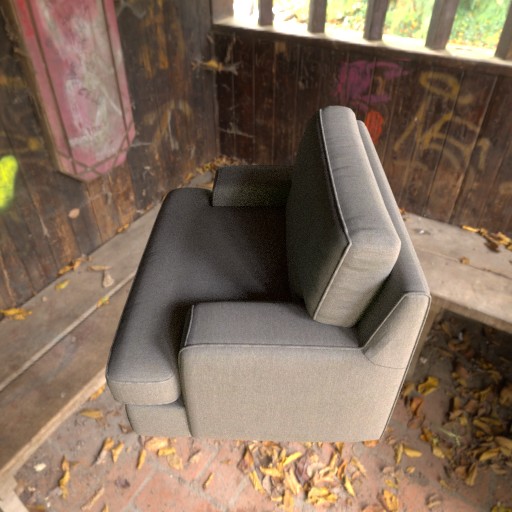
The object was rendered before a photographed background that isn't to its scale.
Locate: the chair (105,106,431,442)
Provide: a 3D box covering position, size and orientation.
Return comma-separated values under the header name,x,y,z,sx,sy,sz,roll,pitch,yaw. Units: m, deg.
name,x,y,z,sx,sy,sz,roll,pitch,yaw
chair,0.000,0.000,1.915,1.043,0.974,1.270,1,40,1
